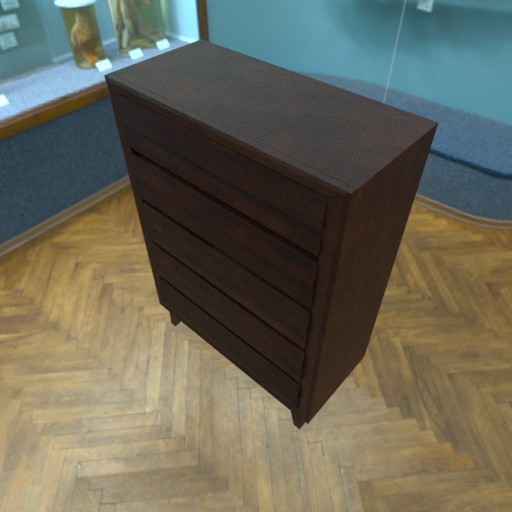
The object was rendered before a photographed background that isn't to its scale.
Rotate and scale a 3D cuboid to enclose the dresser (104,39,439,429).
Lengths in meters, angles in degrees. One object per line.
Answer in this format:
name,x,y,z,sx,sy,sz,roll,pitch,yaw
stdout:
dresser,0.000,0.000,2.033,1.072,1.514,0.506,32,53,28
